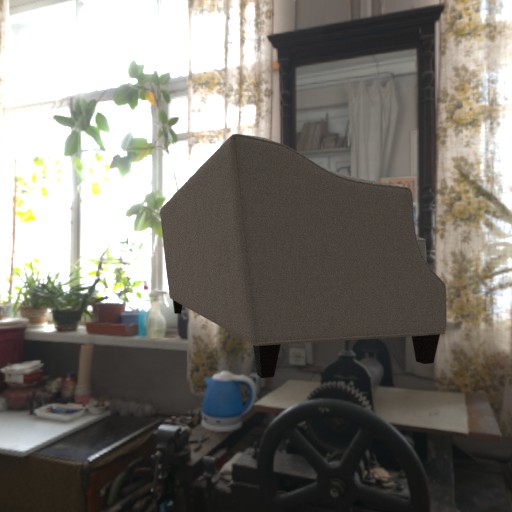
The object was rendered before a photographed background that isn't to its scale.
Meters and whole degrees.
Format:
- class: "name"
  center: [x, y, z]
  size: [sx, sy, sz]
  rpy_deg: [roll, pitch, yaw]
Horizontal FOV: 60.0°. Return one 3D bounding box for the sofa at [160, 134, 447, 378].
- class: "sofa"
  center: [0.000, 0.000, 2.704]
  size: [0.914, 0.901, 2.235]
  rpy_deg: [0, -1, -18]
